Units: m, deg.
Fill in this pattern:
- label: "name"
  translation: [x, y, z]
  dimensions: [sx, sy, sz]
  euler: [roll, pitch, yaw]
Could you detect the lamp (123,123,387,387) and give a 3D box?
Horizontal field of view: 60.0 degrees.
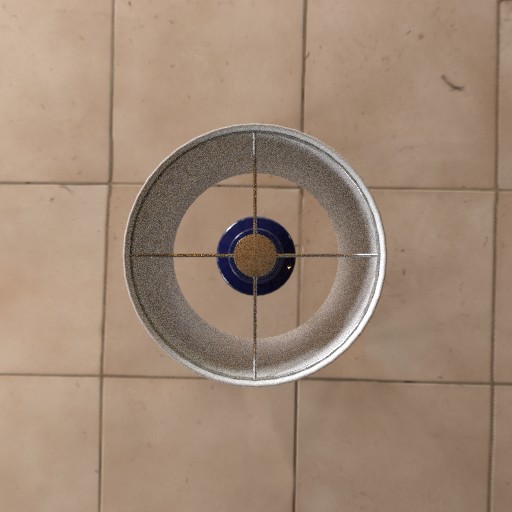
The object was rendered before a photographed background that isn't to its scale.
- label: "lamp"
  translation: [0.000, 0.000, 0.601]
  dimensions: [0.212, 0.493, 0.212]
  euler: [0, 90, 0]
